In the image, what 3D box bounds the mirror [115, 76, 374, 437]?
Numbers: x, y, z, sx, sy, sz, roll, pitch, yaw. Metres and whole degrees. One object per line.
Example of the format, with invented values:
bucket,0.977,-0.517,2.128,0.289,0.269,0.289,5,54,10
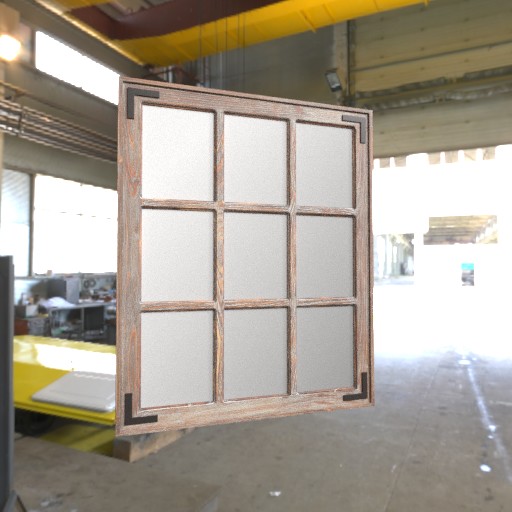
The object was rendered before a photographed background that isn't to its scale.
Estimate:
mirror,0.000,0.000,1.218,0.730,0.882,0.032,1,-2,-19
